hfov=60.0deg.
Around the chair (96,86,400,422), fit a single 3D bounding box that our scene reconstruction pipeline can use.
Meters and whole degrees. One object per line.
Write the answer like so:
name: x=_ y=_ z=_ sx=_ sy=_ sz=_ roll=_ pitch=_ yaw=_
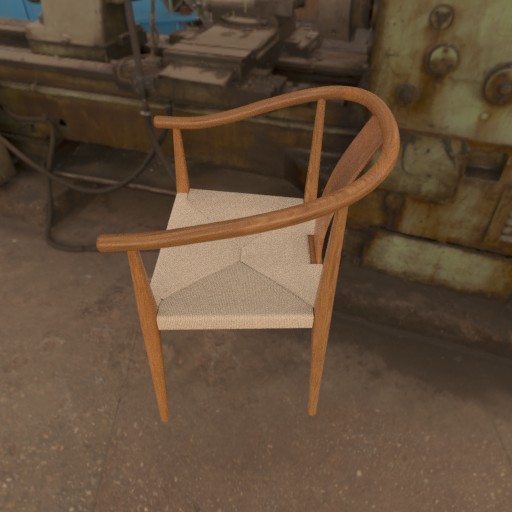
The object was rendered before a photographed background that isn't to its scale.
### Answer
chair: x=0.000 y=0.000 z=1.188 sx=0.579 sy=0.800 sz=0.556 roll=1 pitch=41 yaw=1
